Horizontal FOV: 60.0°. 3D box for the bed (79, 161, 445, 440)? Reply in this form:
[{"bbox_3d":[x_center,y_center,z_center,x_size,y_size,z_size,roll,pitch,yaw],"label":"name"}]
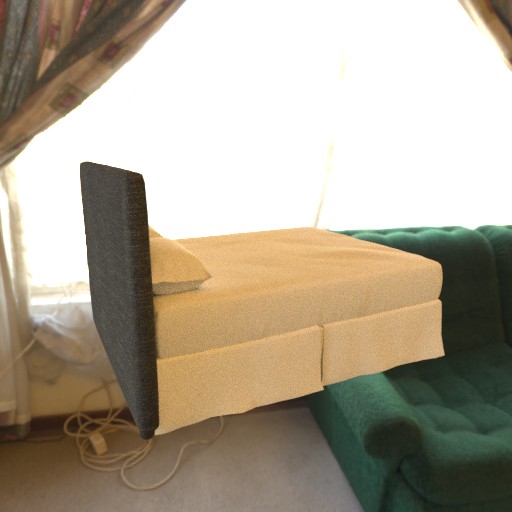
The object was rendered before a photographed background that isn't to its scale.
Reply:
[{"bbox_3d":[0.000,0.000,3.184,2.142,1.330,1.723,-7,15,-26],"label":"bed"}]
